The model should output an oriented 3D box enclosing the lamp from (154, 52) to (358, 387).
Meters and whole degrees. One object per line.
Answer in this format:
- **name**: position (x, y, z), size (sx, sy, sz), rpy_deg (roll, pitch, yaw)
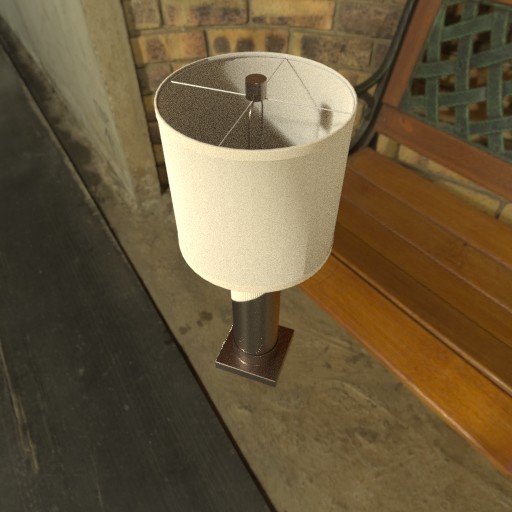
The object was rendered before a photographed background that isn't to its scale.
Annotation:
- **lamp**: position (0.000, 0.000, 0.619), size (0.202, 0.509, 0.202), rpy_deg (15, 49, 14)
